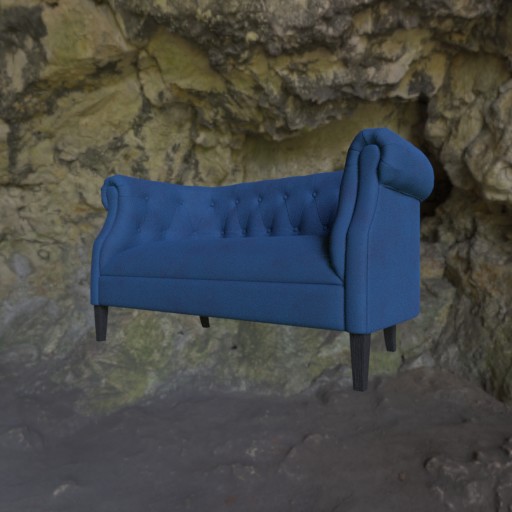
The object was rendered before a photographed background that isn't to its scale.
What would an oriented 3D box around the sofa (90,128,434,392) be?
[{"bbox_3d":[0.000,0.000,2.053,1.558,0.827,0.835,0,0,37],"label":"sofa"}]
